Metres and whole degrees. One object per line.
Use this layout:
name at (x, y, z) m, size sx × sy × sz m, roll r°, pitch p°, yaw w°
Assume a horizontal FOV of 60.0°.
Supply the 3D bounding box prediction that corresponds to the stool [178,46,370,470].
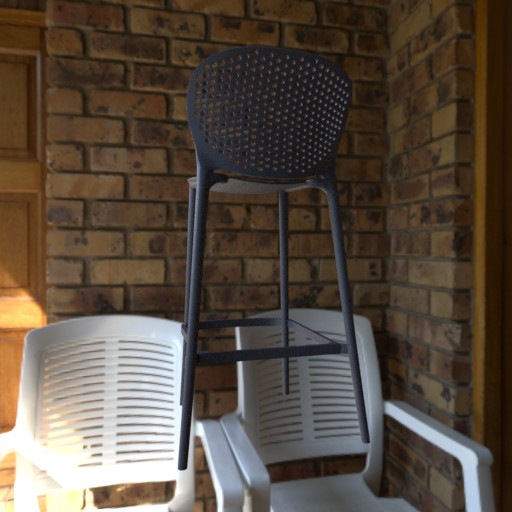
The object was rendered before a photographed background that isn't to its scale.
stool at (0.000, 0.000, 1.366) m, size 0.536 × 1.045 × 0.535 m, roll 0°, pitch 1°, yaw -17°
